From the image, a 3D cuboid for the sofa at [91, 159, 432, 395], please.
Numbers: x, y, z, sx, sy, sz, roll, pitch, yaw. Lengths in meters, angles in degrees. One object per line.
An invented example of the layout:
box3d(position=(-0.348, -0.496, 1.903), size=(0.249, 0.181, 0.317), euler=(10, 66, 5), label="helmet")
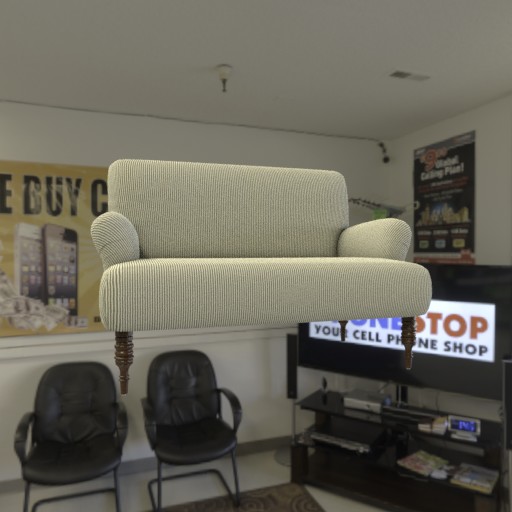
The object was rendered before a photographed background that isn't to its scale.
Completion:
box3d(position=(0.000, 0.000, 1.880), size=(1.297, 0.889, 0.779), euler=(0, 1, -17), label="sofa")
